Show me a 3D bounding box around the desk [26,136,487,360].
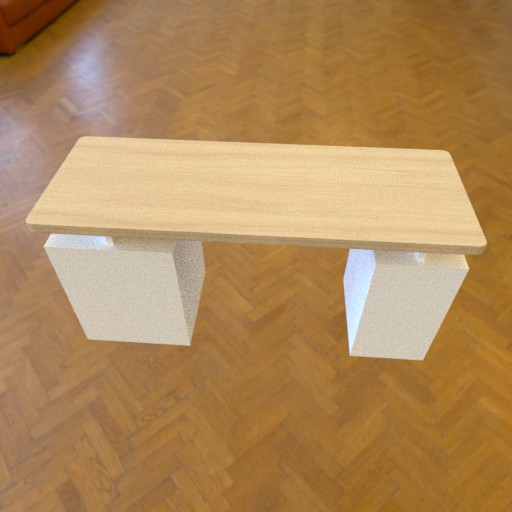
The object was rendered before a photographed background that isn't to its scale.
[{"bbox_3d":[0.000,0.000,1.882,1.500,0.755,0.550,3,46,3],"label":"desk"}]
